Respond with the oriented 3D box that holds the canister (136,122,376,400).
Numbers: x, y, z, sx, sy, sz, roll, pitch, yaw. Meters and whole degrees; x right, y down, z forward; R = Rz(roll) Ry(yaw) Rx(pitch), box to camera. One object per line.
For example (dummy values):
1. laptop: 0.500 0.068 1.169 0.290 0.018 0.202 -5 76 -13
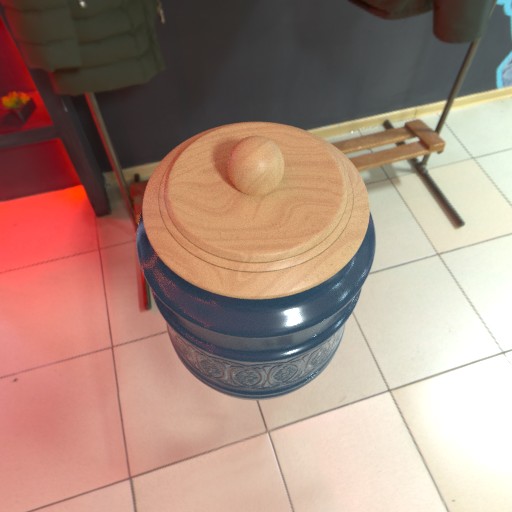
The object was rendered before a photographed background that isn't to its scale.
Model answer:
1. canister: 0.000 0.000 0.266 0.130 0.176 0.130 0 57 0
